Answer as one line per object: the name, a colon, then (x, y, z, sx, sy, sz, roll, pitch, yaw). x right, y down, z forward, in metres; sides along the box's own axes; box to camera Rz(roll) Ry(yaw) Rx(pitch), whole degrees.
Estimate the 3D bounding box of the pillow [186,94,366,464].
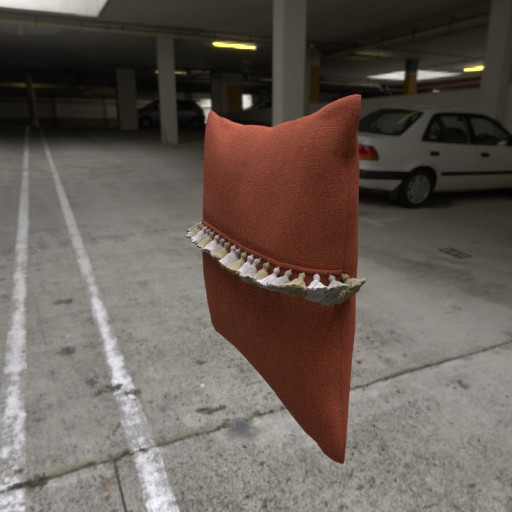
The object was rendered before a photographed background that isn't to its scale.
pillow: (0.000, 0.000, 0.741, 0.165, 0.482, 0.490, -8, 18, -25)
